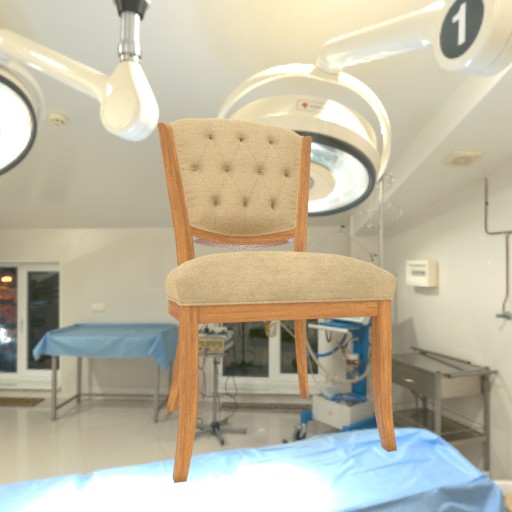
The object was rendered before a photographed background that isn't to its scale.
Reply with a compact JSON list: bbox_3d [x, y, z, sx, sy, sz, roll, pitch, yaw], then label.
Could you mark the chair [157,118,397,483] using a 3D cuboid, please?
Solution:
[{"bbox_3d":[0.000,0.000,1.224,0.513,0.905,0.584,0,-1,-17],"label":"chair"}]
